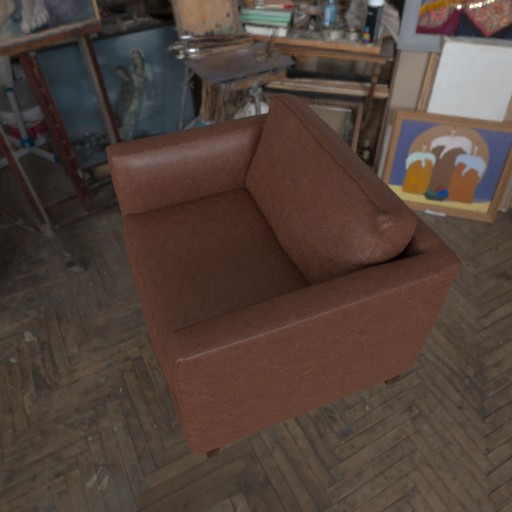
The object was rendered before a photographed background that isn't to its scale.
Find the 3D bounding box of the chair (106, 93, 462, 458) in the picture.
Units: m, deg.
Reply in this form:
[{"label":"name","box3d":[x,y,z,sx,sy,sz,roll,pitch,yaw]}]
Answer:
[{"label":"chair","box3d":[0.000,0.000,1.781,0.959,0.917,1.107,-16,48,-15]}]
